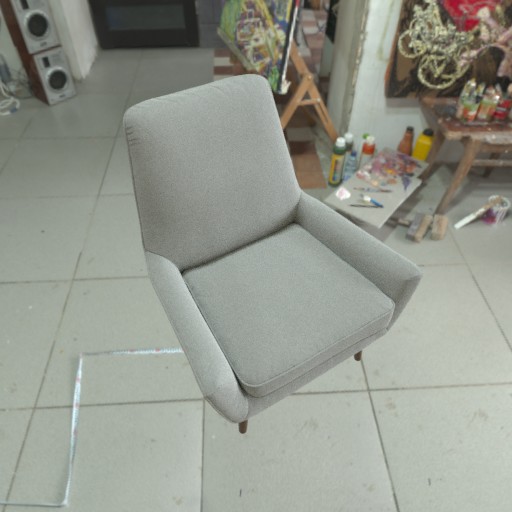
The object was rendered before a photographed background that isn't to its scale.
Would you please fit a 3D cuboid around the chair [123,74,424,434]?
[{"bbox_3d":[0.000,0.000,1.507,0.787,0.888,0.822,-25,51,-22],"label":"chair"}]
